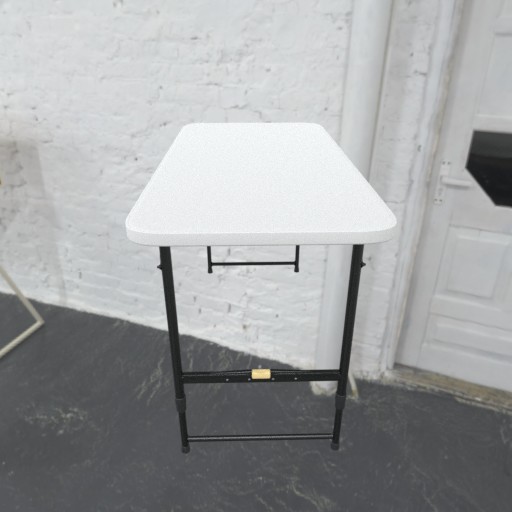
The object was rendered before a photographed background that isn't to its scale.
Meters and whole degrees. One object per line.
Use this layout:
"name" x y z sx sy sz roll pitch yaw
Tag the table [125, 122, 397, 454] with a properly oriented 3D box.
"table" 0.000 0.000 1.633 0.610 0.737 1.219 -1 27 -1
